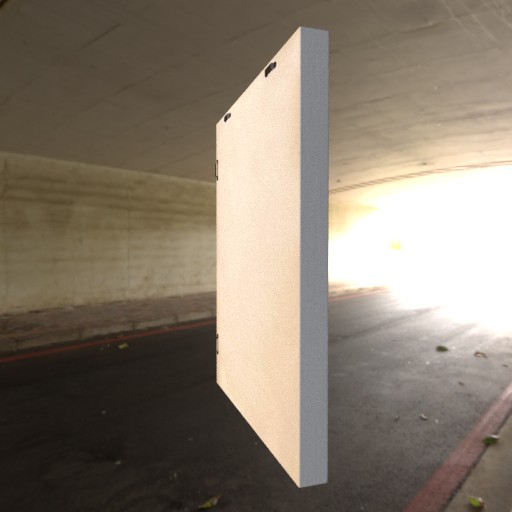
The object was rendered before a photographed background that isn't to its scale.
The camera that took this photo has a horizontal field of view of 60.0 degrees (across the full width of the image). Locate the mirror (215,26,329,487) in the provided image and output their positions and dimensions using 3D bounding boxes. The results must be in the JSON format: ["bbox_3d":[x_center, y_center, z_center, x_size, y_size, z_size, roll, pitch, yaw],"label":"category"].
[{"bbox_3d":[0.000,0.000,0.684,0.041,0.508,0.405,0,1,-18],"label":"mirror"}]
